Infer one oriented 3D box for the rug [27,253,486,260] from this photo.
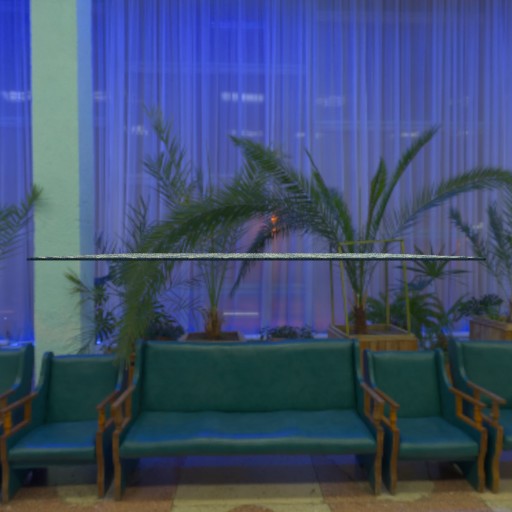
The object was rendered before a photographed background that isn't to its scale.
[{"bbox_3d":[0.000,0.000,3.904,2.881,0.020,2.270,0,1,0],"label":"rug"}]
